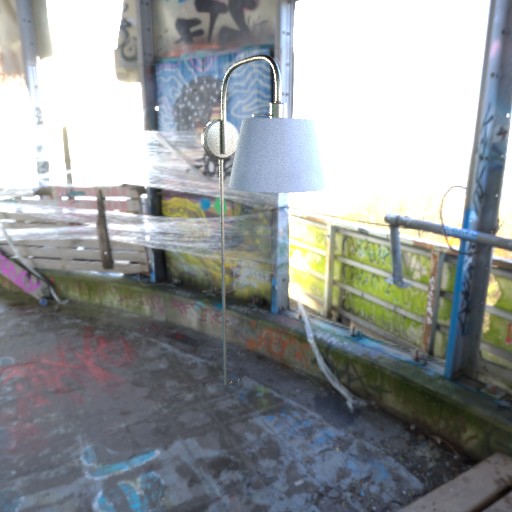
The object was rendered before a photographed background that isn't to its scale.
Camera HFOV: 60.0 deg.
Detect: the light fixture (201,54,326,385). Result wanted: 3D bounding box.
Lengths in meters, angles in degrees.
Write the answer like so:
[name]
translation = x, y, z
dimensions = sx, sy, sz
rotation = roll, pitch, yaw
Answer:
[light fixture]
translation = 0.000, 0.000, 0.476
dimensions = 0.092, 0.399, 0.176
rotation = -8, 17, -28
